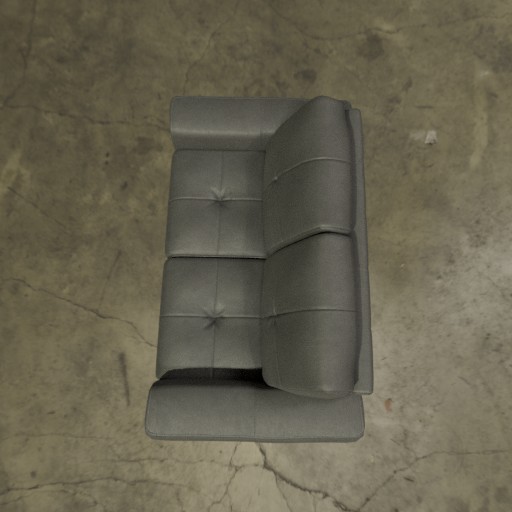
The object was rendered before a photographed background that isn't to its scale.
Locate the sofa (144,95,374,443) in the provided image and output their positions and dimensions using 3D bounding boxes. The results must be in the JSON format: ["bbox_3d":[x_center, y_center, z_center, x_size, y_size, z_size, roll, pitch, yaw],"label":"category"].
[{"bbox_3d":[0.000,0.000,2.309,1.018,0.907,1.806,1,75,0],"label":"sofa"}]
